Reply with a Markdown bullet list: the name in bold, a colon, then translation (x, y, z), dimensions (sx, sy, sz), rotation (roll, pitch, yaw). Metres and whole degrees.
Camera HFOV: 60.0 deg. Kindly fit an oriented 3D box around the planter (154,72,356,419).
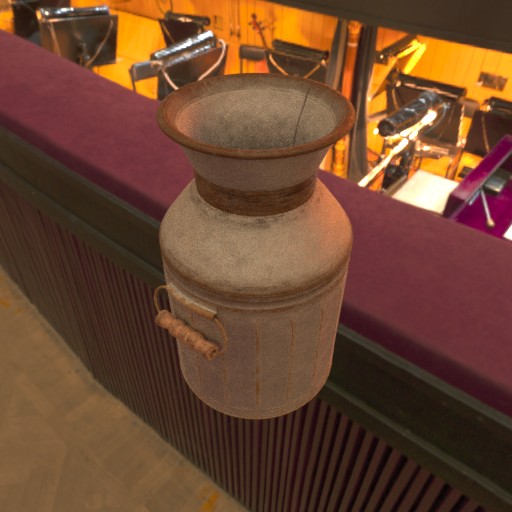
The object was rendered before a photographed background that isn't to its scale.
- **planter**: translation (0.000, 0.000, 0.515), dimensions (0.215, 0.358, 0.248), rotation (28, 49, 28)
